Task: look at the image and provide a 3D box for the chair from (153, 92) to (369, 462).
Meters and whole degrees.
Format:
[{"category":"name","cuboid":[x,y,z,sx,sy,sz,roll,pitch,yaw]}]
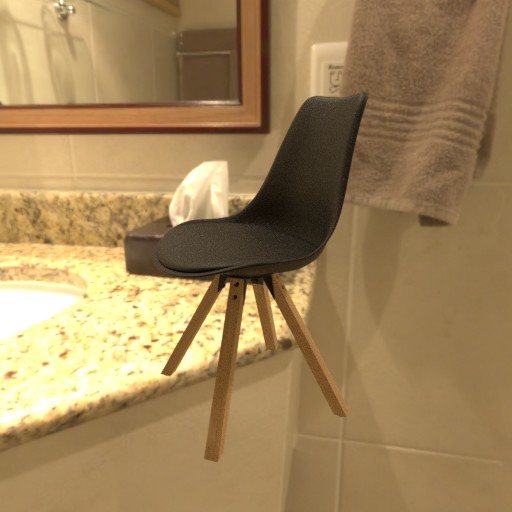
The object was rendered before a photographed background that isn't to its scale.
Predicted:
[{"category":"chair","cuboid":[0.000,0.000,1.218,0.549,0.850,0.485,-8,19,-25]}]
